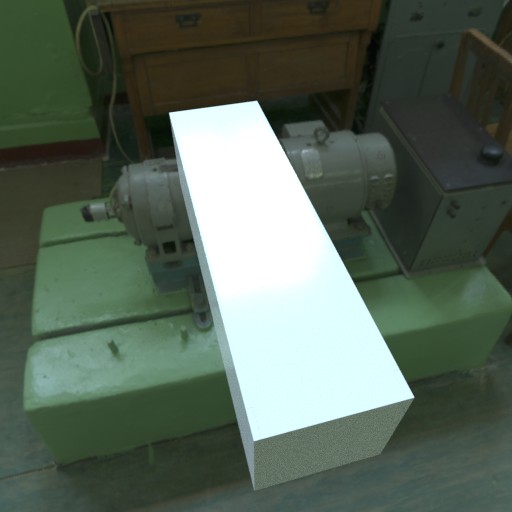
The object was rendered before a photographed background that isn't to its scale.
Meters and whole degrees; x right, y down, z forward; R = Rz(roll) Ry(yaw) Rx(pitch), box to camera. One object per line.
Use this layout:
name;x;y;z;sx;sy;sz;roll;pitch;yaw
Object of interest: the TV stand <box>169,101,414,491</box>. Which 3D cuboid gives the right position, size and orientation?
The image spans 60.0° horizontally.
TV stand;0.000;0.000;1.708;0.410;0.440;1.500;-11;49;-10
